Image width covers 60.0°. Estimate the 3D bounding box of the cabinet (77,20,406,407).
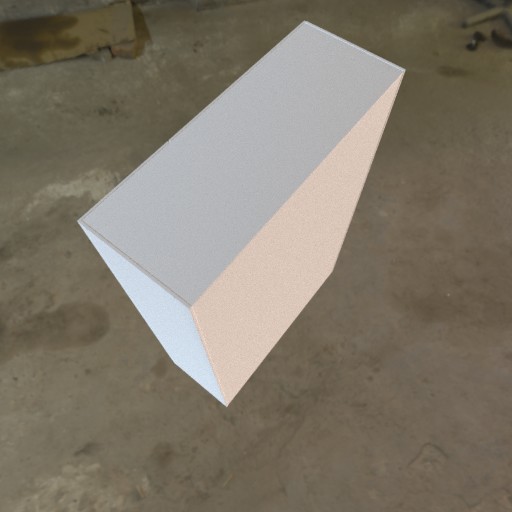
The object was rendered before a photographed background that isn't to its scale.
[{"bbox_3d":[0.000,0.000,2.465,0.510,1.910,1.290,35,68,16],"label":"cabinet"}]
